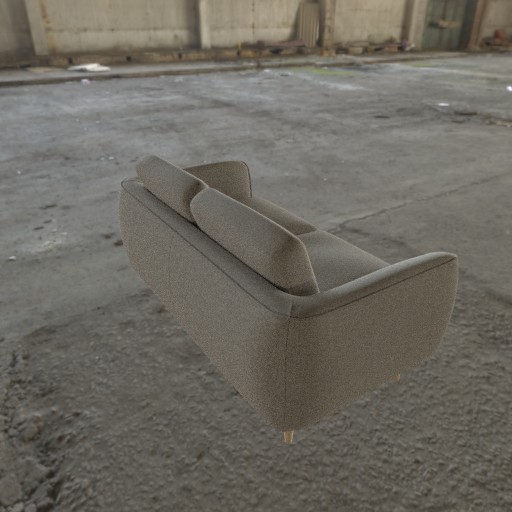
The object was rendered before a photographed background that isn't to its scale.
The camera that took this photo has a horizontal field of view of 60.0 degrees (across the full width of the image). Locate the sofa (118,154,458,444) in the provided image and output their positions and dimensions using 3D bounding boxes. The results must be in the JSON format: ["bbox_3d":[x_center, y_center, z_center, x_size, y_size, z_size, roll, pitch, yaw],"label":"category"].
[{"bbox_3d":[0.000,0.000,2.210,0.920,0.850,1.700,-17,32,-29],"label":"sofa"}]
